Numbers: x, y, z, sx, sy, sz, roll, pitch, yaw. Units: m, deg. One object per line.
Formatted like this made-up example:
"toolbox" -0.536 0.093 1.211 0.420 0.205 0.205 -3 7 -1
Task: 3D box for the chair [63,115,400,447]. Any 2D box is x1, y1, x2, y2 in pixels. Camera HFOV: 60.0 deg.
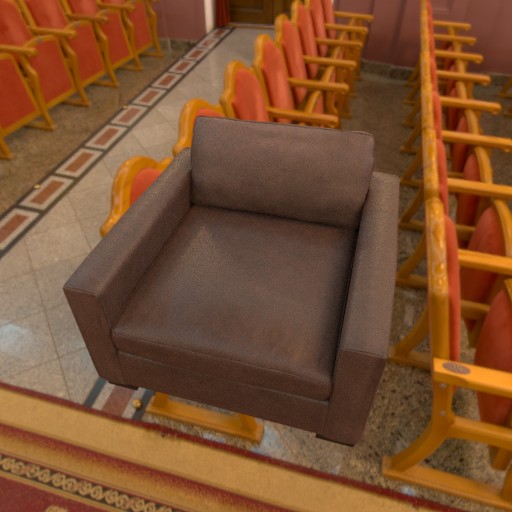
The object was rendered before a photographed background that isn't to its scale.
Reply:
"chair" 0.000 0.000 1.826 1.100 0.812 1.069 10 42 12
